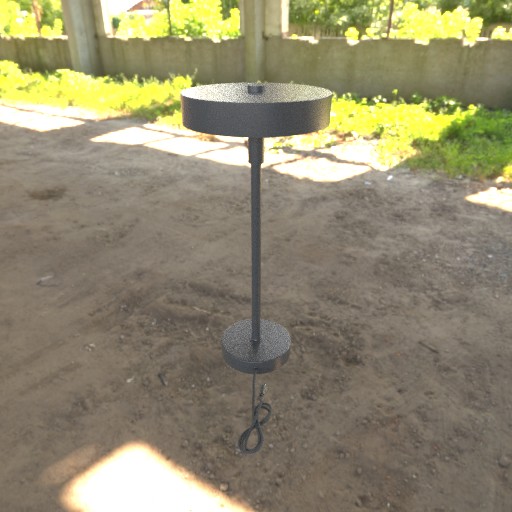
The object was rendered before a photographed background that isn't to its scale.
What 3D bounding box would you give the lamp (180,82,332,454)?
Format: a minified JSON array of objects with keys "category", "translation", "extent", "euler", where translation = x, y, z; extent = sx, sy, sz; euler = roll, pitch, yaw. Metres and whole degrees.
[{"category":"lamp","translation":[0.000,0.000,0.723],"extent":[0.229,0.508,0.369],"euler":[0,28,0]}]
